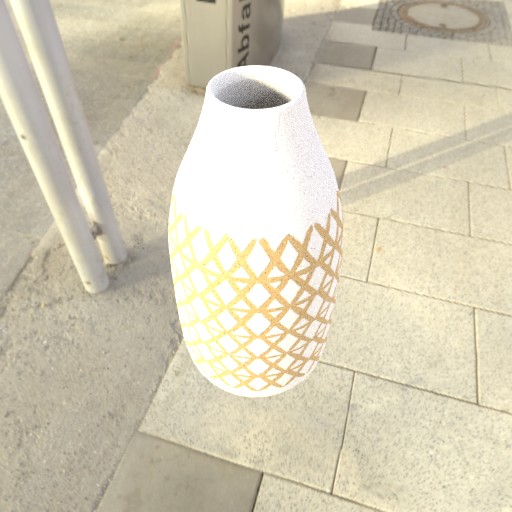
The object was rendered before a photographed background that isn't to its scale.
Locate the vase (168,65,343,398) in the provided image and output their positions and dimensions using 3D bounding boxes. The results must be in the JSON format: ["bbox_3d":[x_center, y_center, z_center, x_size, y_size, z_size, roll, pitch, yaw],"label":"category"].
[{"bbox_3d":[0.000,0.000,0.477,0.186,0.380,0.186,0,47,0],"label":"vase"}]
